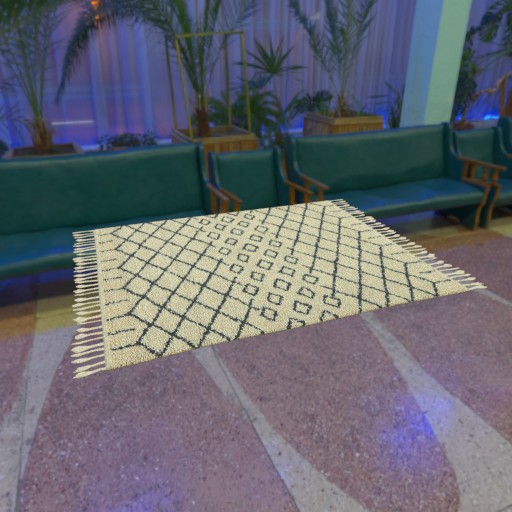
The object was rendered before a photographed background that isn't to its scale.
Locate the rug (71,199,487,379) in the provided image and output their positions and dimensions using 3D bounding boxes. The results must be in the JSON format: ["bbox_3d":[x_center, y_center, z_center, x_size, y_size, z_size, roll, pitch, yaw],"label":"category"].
[{"bbox_3d":[0.000,0.000,4.126,3.213,0.030,2.388,-9,27,-18],"label":"rug"}]
